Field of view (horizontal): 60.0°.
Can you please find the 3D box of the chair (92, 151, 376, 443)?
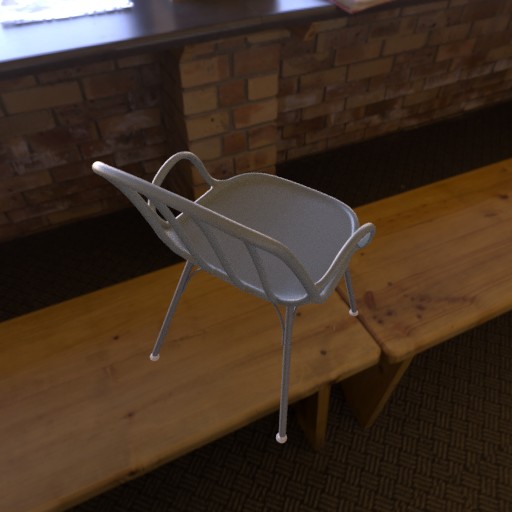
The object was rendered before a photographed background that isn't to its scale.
[{"bbox_3d":[0.000,0.000,1.201,0.549,0.816,0.597,25,51,22],"label":"chair"}]
